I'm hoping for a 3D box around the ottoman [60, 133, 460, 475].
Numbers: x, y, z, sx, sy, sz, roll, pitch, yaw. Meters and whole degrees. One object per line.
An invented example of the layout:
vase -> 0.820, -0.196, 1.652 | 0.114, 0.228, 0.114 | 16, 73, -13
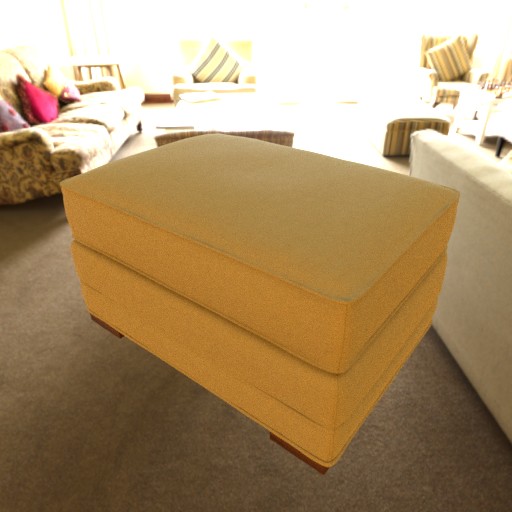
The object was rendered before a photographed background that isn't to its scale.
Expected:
ottoman -> 0.000, 0.000, 1.182 | 0.848, 0.482, 0.611 | 22, 37, 32
